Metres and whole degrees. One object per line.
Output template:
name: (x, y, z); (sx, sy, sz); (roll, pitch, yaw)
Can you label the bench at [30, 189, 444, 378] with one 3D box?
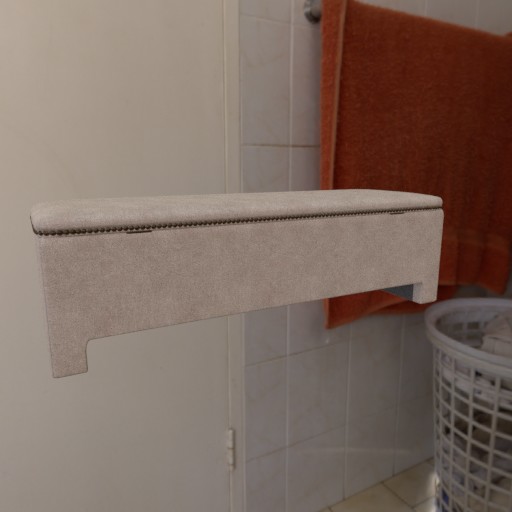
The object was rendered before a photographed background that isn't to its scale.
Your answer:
bench: (0.000, 0.000, 1.667); (1.482, 0.447, 0.470); (-6, 14, -27)
